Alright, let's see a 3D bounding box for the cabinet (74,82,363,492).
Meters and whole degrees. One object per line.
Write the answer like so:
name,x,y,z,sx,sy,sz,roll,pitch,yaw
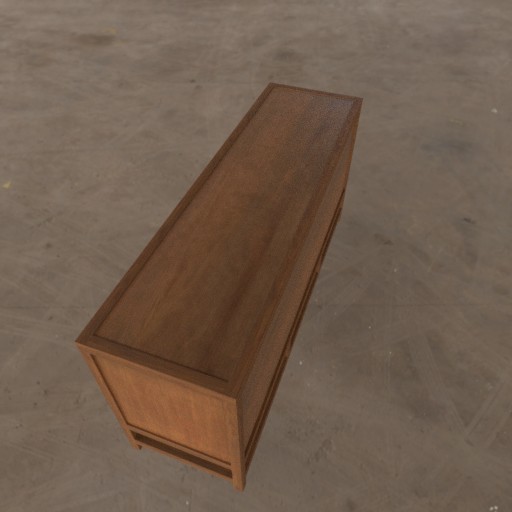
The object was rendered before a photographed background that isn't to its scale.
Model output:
cabinet,0.000,0.000,2.054,0.522,0.820,1.708,15,49,14
